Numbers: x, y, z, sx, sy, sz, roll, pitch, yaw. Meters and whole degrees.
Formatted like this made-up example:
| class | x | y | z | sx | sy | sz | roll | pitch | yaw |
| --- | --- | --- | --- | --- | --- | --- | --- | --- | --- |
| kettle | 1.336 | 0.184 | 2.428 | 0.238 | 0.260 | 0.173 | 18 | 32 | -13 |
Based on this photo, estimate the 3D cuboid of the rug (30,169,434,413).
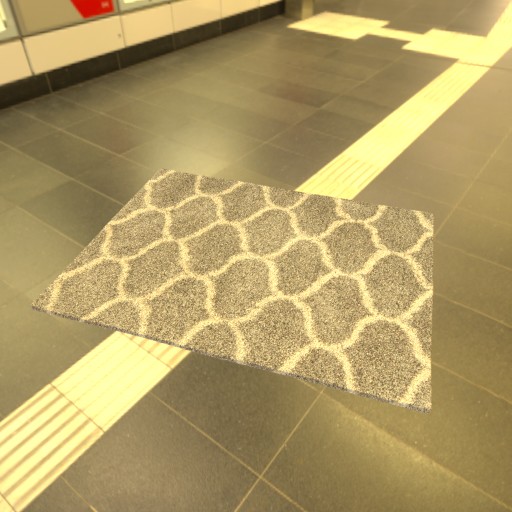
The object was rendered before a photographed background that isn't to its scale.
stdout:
| class | x | y | z | sx | sy | sz | roll | pitch | yaw |
| --- | --- | --- | --- | --- | --- | --- | --- | --- | --- |
| rug | 0.000 | 0.000 | 2.093 | 1.600 | 0.025 | 1.200 | 11 | 42 | 13 |
